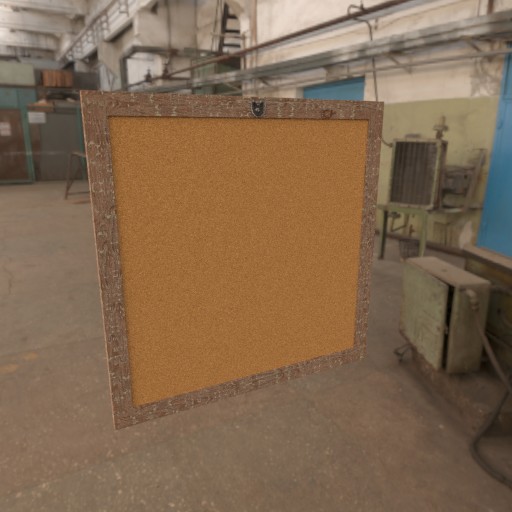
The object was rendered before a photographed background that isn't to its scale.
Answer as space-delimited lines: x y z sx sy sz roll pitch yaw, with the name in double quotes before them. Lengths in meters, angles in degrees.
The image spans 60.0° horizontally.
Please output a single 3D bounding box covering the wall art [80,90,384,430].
"wall art" 0.000 0.000 0.568 0.384 0.384 0.012 -8 18 -26
